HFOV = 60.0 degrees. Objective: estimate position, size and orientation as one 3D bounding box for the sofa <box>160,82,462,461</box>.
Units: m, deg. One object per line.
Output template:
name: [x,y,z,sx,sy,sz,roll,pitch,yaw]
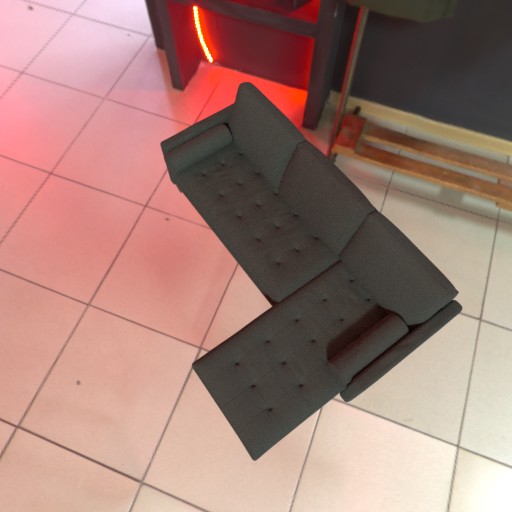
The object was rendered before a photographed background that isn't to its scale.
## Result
sofa: [0.000,0.000,2.989,1.506,0.876,2.178,-33,69,-15]
